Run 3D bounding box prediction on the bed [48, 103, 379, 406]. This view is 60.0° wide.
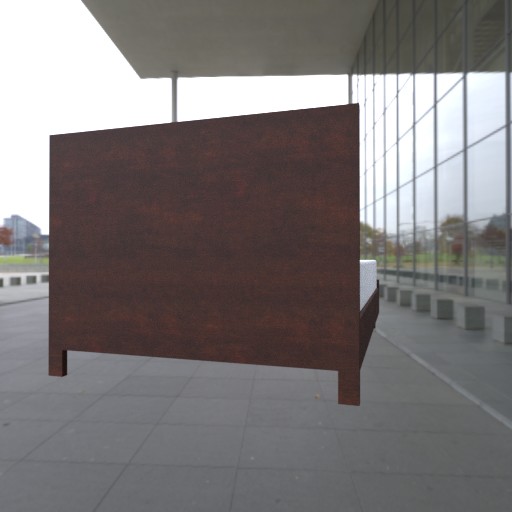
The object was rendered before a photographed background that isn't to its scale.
[{"bbox_3d":[0.000,0.000,3.137,1.600,1.270,2.184,0,0,18],"label":"bed"}]
